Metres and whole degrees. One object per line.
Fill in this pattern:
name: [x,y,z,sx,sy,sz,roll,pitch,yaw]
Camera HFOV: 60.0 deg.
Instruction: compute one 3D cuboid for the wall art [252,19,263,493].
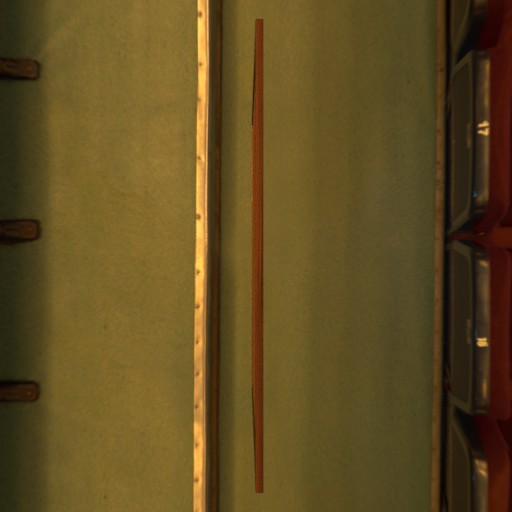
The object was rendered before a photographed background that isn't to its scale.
wall art: [0.000,0.000,1.042,0.014,0.559,0.816,0,90,-1]
